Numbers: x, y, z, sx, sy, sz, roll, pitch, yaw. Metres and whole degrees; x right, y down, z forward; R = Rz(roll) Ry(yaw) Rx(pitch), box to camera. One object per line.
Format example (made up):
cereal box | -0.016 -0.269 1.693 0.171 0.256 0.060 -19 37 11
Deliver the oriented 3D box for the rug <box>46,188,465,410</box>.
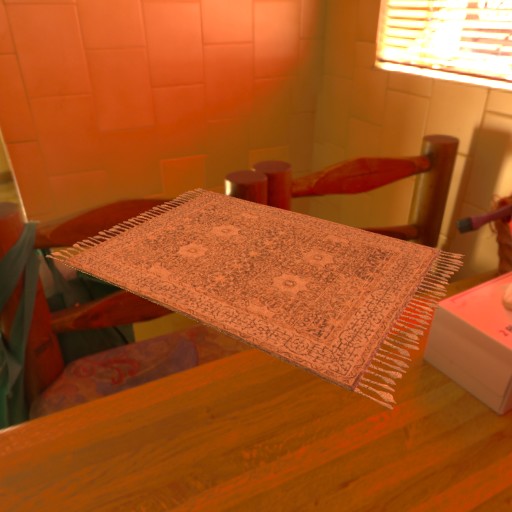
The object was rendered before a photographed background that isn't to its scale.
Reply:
rug | 0.000 0.000 3.069 2.465 0.023 1.619 18 34 29
